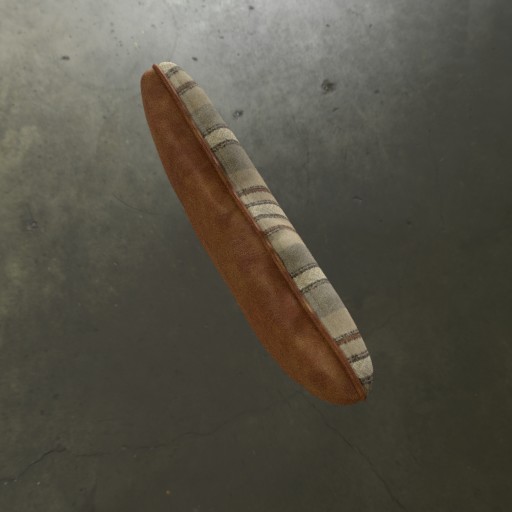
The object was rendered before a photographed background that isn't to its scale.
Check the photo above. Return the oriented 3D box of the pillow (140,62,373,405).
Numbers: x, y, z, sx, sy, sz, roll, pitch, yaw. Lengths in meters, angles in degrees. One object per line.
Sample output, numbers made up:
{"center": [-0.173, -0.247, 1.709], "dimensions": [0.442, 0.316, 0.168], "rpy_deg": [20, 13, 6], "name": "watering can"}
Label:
{"center": [0.000, 0.000, 0.740], "dimensions": [0.130, 0.490, 0.489], "rpy_deg": [-31, 79, -6], "name": "pillow"}
